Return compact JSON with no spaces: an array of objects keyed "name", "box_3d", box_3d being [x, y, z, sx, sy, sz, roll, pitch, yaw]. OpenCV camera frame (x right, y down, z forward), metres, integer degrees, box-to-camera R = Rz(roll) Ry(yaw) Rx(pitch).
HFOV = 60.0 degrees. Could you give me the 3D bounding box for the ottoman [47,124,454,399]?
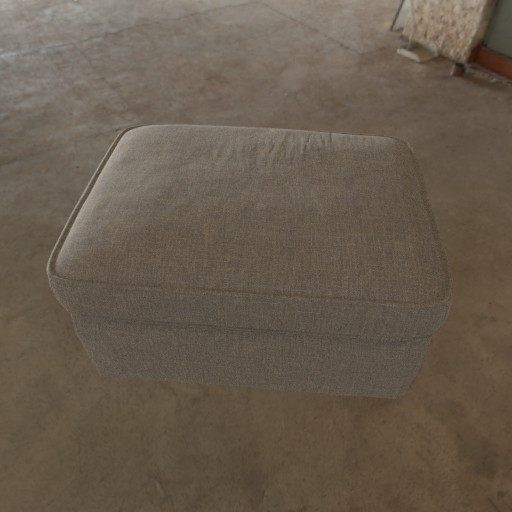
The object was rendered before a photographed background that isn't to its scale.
[{"name":"ottoman","box_3d":[0.000,0.000,1.095,0.762,0.457,0.559,3,47,3]}]
